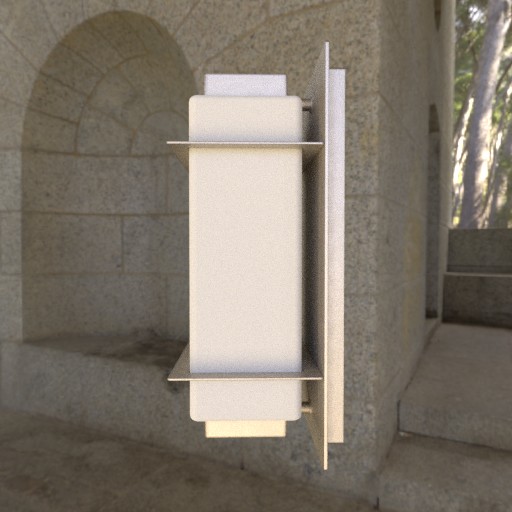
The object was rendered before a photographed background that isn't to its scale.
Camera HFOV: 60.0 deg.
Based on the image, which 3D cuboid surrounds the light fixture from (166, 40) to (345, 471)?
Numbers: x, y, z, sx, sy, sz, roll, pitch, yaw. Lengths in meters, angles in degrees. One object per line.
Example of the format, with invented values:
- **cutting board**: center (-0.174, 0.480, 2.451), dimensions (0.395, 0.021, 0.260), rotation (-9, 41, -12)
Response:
- **light fixture**: center (0.000, 0.000, 0.472), dimensions (0.160, 0.380, 0.168), rotation (0, 1, -1)
